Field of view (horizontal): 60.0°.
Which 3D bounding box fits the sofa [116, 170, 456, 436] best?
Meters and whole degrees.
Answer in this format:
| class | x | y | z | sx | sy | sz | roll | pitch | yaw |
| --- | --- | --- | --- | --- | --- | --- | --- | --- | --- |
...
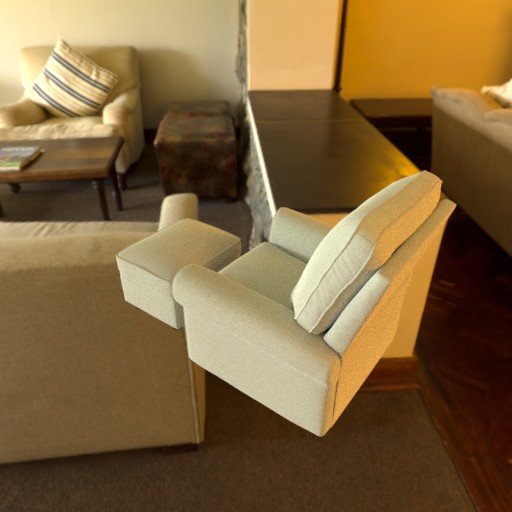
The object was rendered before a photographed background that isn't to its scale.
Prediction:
| class | x | y | z | sx | sy | sz | roll | pitch | yaw |
| --- | --- | --- | --- | --- | --- | --- | --- | --- | --- |
| sofa | 0.000 | 0.000 | 2.077 | 1.478 | 0.959 | 0.880 | 21 | 38 | 31 |
